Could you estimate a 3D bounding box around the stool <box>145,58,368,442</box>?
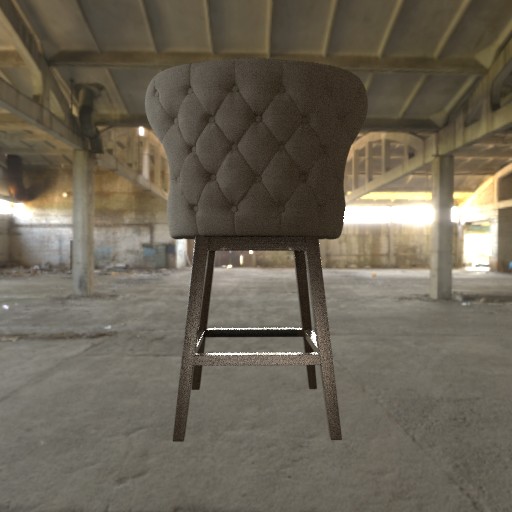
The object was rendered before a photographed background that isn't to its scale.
[{"bbox_3d":[0.000,0.000,1.358,0.615,0.972,0.597,0,1,-1],"label":"stool"}]
